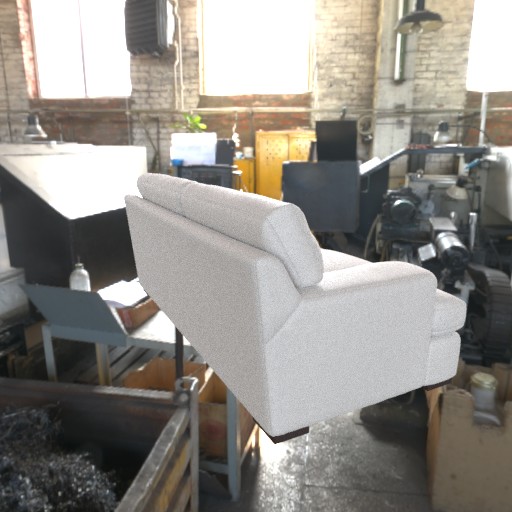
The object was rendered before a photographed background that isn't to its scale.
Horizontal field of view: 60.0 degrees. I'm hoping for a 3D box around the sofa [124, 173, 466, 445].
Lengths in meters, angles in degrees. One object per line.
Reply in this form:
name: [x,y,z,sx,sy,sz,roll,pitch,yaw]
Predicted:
sofa: [0.000,0.000,2.740,1.143,0.940,2.261,-7,16,-27]
